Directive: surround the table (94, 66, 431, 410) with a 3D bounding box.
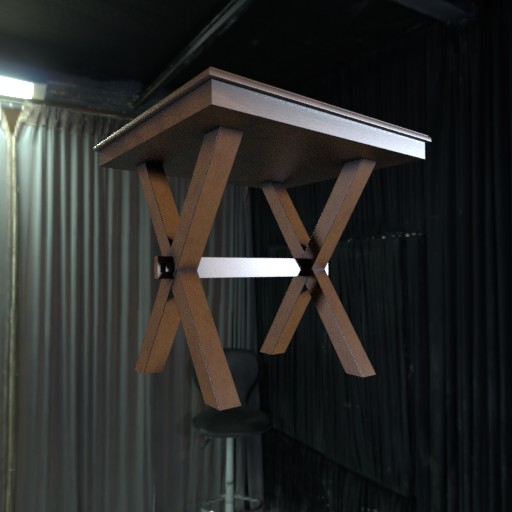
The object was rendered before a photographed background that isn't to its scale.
[{"bbox_3d":[0.000,0.000,1.070,0.602,0.562,0.560,1,-2,-37],"label":"table"}]
